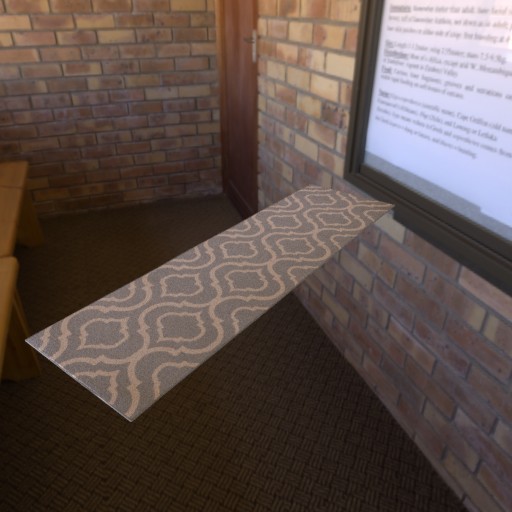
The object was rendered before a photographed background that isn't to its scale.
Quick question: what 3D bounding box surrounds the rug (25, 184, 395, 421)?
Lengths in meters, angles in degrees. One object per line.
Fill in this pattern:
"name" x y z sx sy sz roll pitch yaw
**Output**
"rug" 0.000 0.000 2.443 0.684 0.009 2.275 21 36 32
